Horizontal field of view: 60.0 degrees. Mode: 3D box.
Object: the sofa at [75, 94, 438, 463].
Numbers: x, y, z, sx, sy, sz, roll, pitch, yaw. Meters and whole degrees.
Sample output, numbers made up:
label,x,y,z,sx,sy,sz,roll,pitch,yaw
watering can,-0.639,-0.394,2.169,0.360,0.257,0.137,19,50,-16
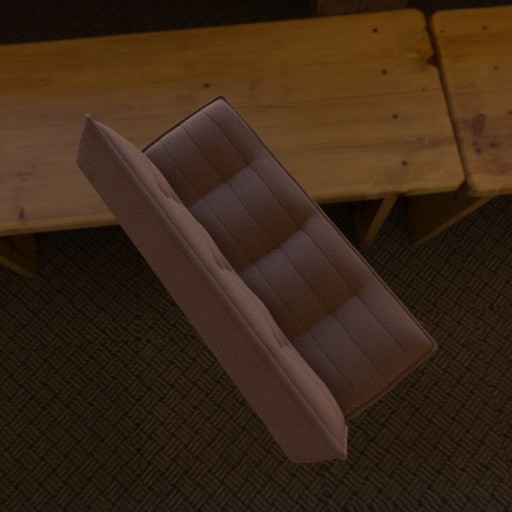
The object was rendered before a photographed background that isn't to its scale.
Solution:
label,x,y,z,sx,sy,sz,roll,pitch,yaw
sofa,0.000,0.000,2.401,0.950,0.890,1.940,-36,77,-9
